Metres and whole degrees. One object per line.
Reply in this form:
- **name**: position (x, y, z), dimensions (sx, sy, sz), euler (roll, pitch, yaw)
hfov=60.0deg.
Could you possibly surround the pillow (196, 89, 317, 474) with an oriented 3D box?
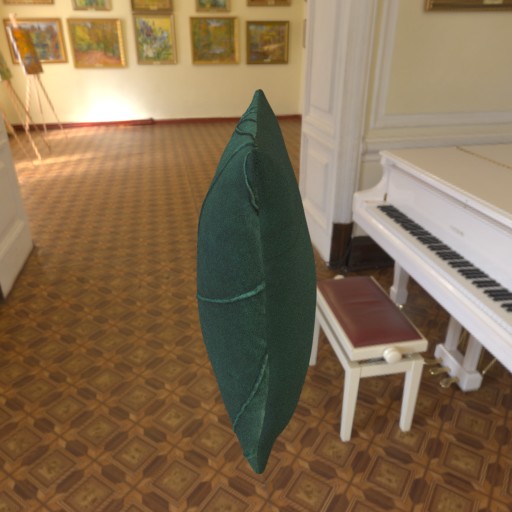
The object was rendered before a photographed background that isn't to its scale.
- **pillow**: position (0.000, 0.000, 0.680), dimensions (0.184, 0.440, 0.439), euler (1, 27, 1)
